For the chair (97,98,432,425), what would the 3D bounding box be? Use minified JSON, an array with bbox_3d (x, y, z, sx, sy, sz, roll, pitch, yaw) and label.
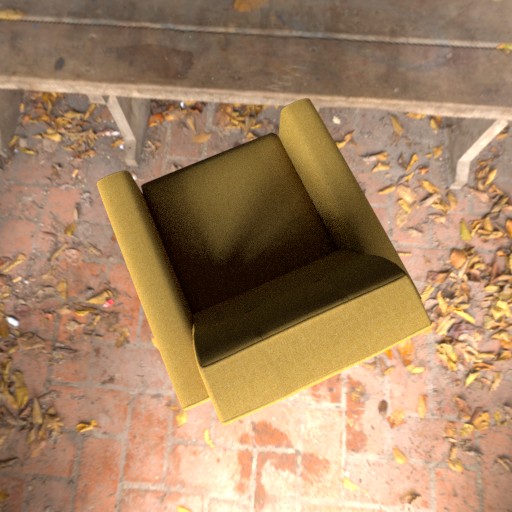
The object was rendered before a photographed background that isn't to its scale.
[{"bbox_3d":[0.000,0.000,1.567,0.831,0.841,0.909,-23,76,-6],"label":"chair"}]
